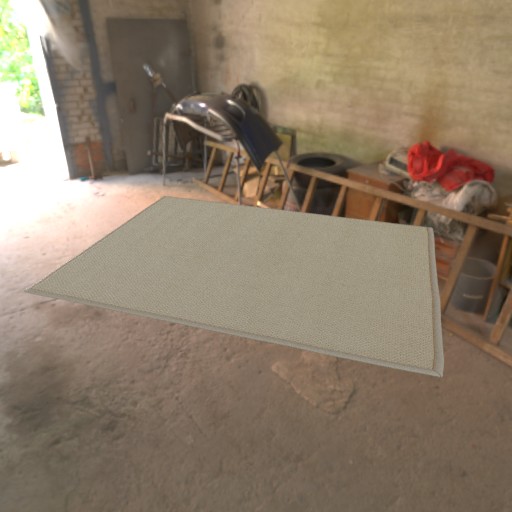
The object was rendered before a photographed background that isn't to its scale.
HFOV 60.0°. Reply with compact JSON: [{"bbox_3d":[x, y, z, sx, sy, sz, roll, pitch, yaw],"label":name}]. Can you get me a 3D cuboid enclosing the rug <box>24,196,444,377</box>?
[{"bbox_3d":[0.000,0.000,2.686,2.081,0.020,1.525,9,29,16],"label":"rug"}]
